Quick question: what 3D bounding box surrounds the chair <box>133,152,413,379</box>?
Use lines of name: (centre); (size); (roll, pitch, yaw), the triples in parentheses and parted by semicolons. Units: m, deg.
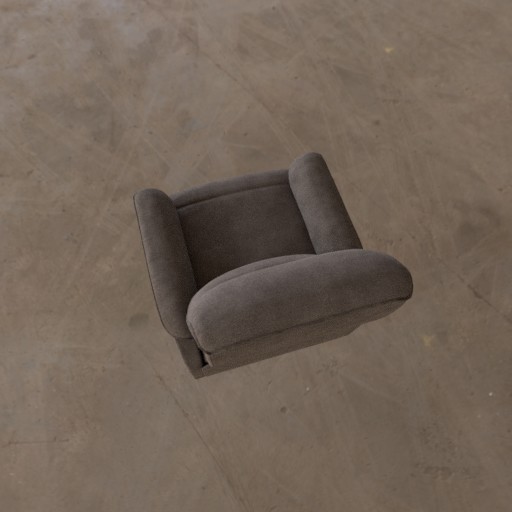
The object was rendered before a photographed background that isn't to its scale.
chair: (0.000, 0.000, 1.733); (0.830, 1.036, 1.009); (-14, 60, -9)
